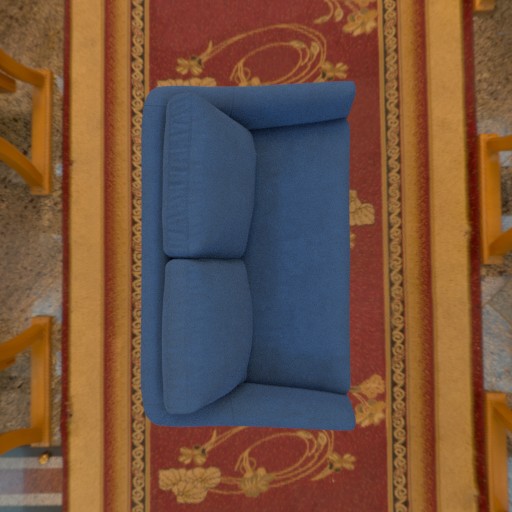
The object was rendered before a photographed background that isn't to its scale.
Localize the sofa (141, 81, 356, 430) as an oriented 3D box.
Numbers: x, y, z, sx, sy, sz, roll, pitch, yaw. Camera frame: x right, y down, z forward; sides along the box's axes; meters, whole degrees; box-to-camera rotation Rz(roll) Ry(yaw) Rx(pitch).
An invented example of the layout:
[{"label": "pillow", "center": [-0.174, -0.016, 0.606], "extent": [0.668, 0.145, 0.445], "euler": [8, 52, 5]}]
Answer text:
[{"label": "sofa", "center": [0.000, 0.000, 2.190], "extent": [0.960, 0.902, 1.619], "euler": [0, 89, 1]}]
